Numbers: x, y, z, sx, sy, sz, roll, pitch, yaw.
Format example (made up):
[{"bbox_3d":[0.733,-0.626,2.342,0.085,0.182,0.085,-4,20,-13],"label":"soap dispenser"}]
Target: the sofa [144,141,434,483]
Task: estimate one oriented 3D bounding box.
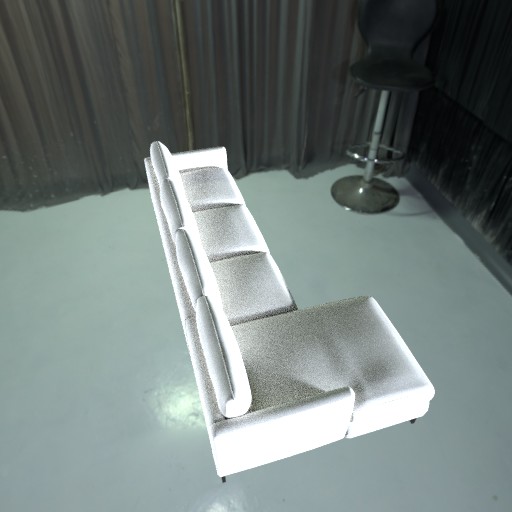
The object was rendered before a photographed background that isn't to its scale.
[{"bbox_3d":[0.000,0.000,3.789,1.467,0.875,3.186,-12,43,-13],"label":"sofa"}]
